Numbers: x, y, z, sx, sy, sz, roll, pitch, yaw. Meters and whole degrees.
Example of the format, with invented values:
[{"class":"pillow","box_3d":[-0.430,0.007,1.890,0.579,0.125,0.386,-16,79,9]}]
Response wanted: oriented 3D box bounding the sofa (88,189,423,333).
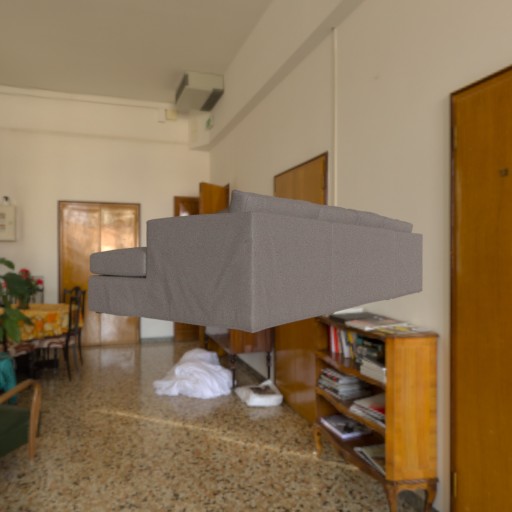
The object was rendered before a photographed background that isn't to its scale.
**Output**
[{"class":"sofa","box_3d":[0.000,0.000,4.596,2.427,0.882,3.460,0,0,36]}]
